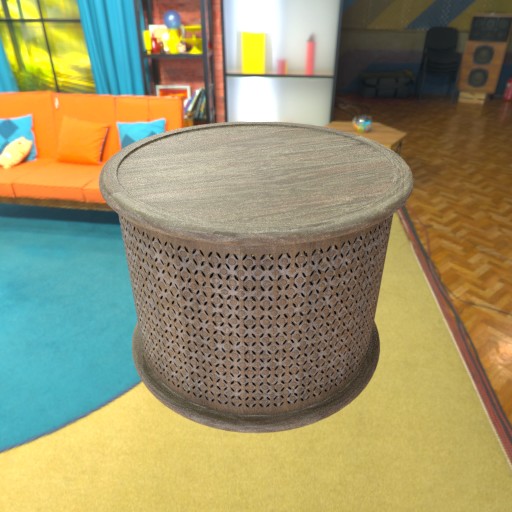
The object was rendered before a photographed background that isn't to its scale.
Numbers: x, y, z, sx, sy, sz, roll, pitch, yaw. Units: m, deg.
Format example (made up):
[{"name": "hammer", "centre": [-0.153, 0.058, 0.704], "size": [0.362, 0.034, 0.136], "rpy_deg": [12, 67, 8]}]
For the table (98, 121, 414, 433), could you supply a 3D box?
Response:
[{"name": "table", "centre": [0.000, 0.000, 1.004], "size": [0.607, 0.450, 0.607], "rpy_deg": [0, 32, 0]}]
